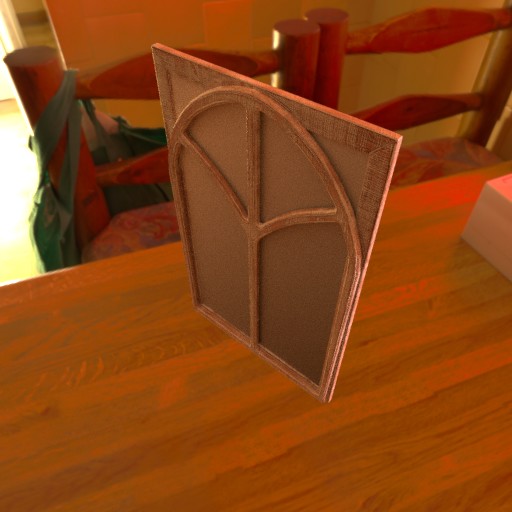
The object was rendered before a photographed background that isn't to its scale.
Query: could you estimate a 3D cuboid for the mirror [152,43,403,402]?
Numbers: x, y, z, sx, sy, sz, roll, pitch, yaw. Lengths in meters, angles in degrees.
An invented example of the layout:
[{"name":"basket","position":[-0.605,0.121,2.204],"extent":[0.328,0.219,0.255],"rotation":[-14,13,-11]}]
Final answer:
[{"name":"mirror","position":[0.000,0.000,0.985],"extent":[0.495,0.787,0.058],"rotation":[31,54,26]}]
